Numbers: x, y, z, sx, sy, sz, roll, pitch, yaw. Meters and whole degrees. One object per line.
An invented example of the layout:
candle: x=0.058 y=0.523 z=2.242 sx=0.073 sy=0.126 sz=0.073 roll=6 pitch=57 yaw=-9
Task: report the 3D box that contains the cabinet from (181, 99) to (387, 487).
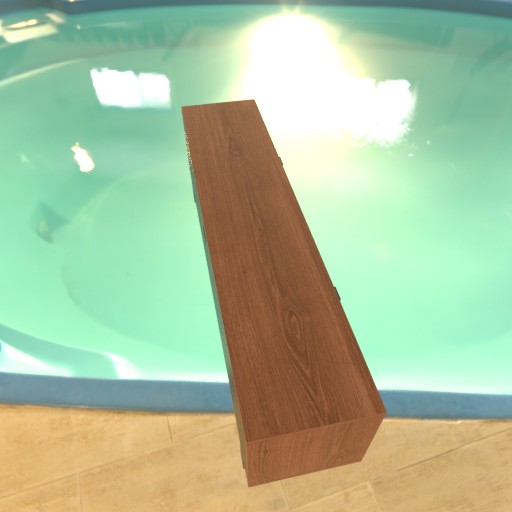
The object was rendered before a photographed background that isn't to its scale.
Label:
cabinet: x=0.000 y=0.000 z=1.843 sx=0.400 sy=0.500 sz=1.650 roll=-9 pitch=48 yaw=-8
